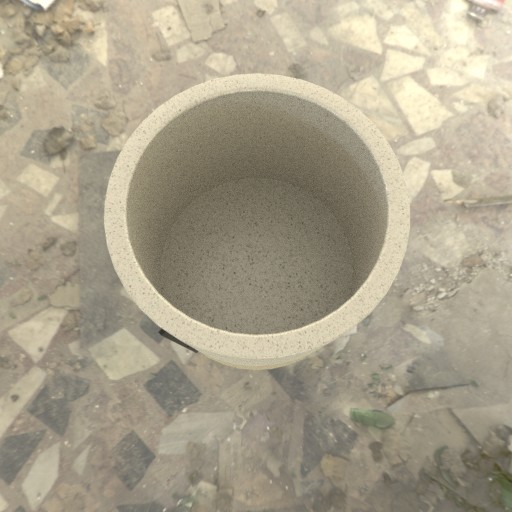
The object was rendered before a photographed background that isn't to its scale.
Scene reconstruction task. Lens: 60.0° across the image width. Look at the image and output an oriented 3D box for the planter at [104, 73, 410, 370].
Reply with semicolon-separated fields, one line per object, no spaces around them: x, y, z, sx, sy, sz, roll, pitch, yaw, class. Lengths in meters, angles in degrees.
0.000;0.000;0.746;0.359;0.484;0.368;-17;75;-5;planter
